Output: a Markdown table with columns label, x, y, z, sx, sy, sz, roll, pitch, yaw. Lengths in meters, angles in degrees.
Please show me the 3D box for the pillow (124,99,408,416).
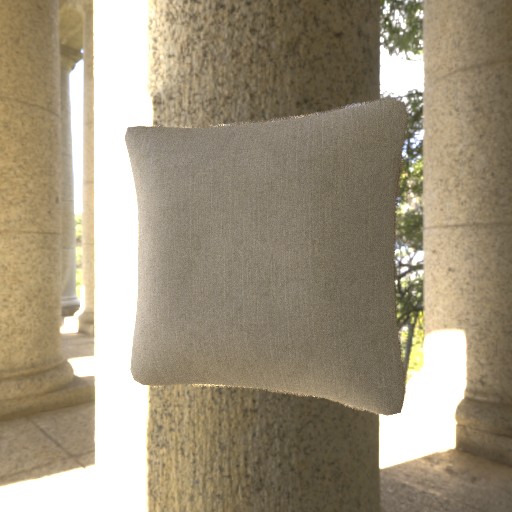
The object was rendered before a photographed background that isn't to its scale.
| label | x | y | z | sx | sy | sz | roll | pitch | yaw |
| --- | --- | --- | --- | --- | --- | --- | --- | --- | --- |
| pillow | 0.000 | 0.000 | 0.822 | 0.538 | 0.525 | 0.216 | 0 | 0 | 18 |
